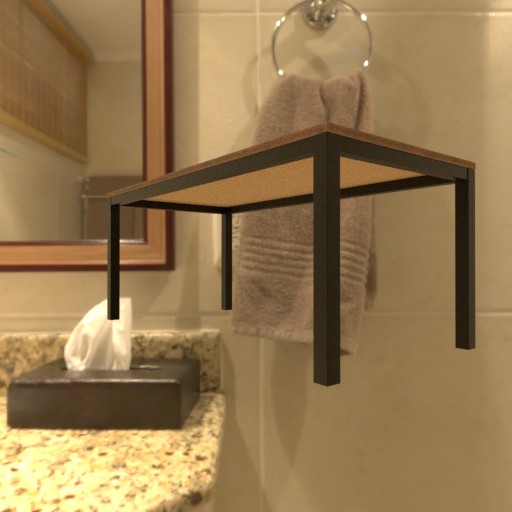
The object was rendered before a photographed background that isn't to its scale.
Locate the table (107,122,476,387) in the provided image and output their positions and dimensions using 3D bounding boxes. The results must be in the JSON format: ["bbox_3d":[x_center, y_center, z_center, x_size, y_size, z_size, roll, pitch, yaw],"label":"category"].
[{"bbox_3d":[0.000,0.000,2.266,0.893,0.767,1.805,0,0,-38],"label":"table"}]
